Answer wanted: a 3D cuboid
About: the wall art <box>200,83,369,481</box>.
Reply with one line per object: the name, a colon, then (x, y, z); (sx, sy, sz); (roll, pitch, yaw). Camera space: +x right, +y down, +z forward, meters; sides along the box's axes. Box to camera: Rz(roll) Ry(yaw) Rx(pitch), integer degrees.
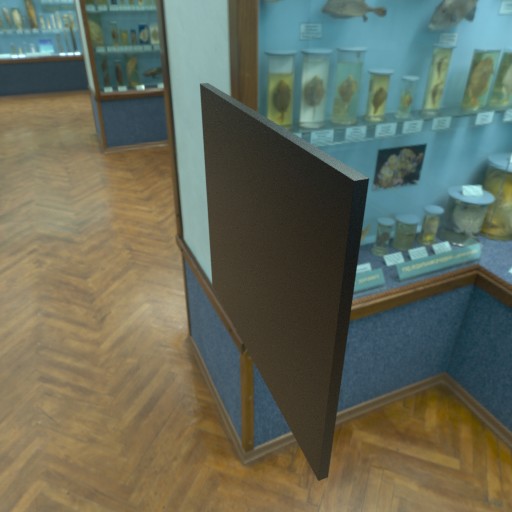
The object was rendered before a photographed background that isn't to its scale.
wall art: (0.000, 0.000, 0.531); (0.012, 0.332, 0.383); (-11, 33, -18)
